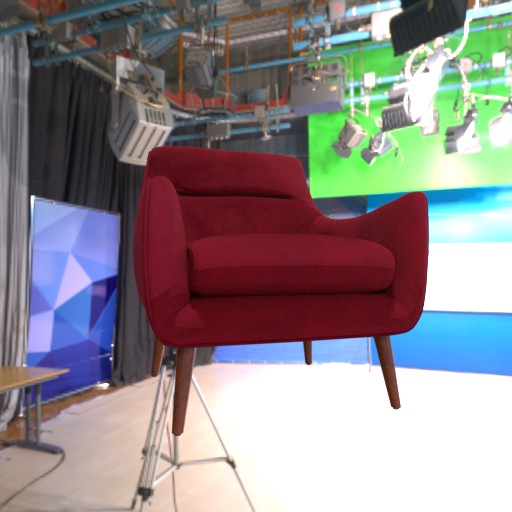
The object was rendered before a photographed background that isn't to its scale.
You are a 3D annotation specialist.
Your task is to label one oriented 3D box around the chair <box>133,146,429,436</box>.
[{"bbox_3d":[0.000,0.000,1.430,0.762,0.838,0.787,0,-1,-18],"label":"chair"}]
